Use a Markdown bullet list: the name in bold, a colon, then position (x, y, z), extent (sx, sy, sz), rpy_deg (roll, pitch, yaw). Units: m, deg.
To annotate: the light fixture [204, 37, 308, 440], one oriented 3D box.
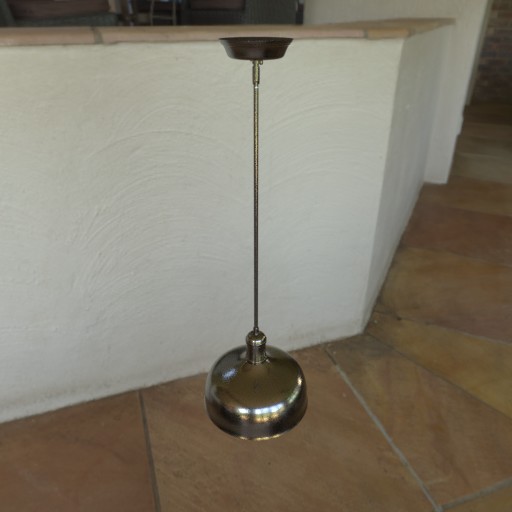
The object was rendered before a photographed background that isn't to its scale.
- **light fixture**: position (0.000, 0.000, 1.061), extent (0.299, 0.935, 0.299), rpy_deg (-8, 30, -14)
